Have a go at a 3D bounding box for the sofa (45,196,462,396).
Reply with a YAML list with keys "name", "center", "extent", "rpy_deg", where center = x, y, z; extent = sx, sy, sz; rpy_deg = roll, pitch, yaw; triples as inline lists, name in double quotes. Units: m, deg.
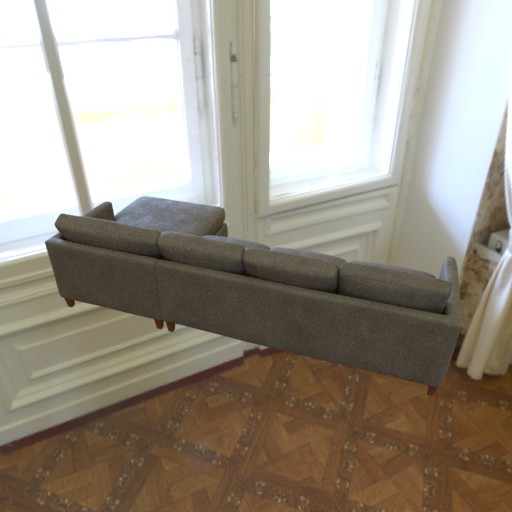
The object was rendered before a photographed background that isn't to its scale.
- name: "sofa"
  center: [0.000, 0.000, 4.195]
  extent: [3.471, 0.950, 1.604]
  rpy_deg: [10, 34, 16]
